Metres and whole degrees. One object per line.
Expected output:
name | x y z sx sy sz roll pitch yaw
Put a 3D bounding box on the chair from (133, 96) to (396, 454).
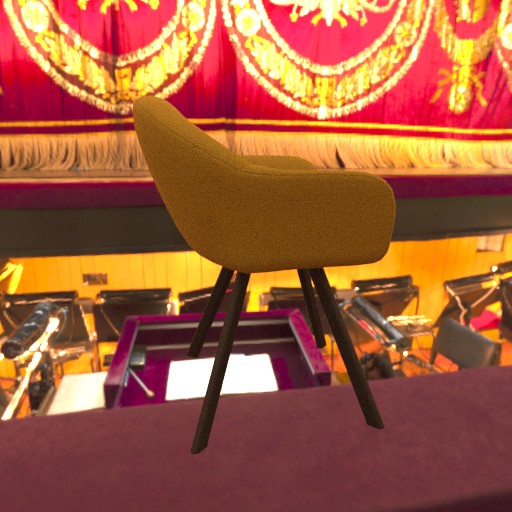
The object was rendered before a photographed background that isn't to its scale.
chair | 0.000 0.000 1.149 0.565 0.775 0.545 -3 16 -9
